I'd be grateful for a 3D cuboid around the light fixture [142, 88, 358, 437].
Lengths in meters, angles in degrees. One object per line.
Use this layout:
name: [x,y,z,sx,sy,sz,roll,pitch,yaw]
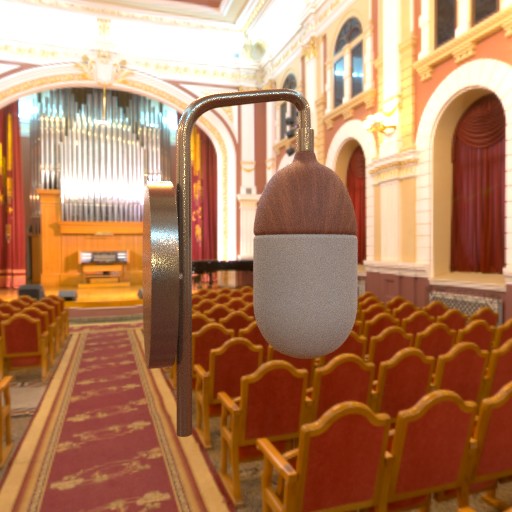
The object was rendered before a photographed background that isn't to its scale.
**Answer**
light fixture: [0.000,0.000,0.448,0.216,0.343,0.108,0,1,-18]
